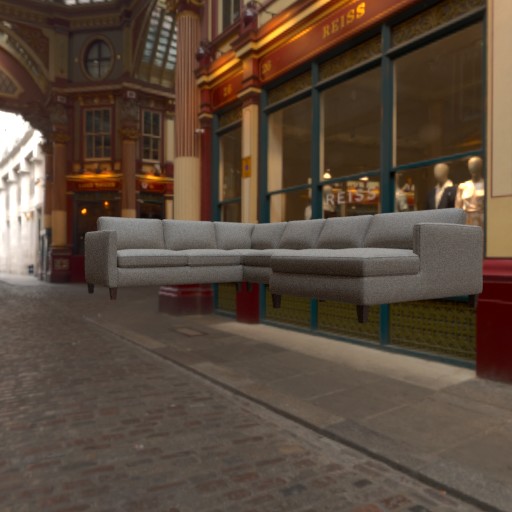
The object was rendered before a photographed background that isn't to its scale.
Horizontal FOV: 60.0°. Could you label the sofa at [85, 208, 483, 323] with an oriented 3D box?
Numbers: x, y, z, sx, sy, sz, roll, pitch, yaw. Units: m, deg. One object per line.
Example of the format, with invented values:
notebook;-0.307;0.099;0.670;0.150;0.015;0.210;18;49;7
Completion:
sofa;0.000;0.000;4.520;2.551;0.889;3.403;-1;1;-36
